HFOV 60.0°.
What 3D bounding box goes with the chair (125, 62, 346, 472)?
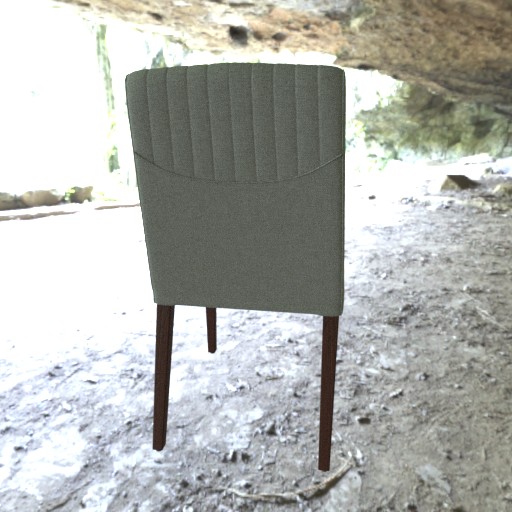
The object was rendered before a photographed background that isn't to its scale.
[{"bbox_3d":[0.000,0.000,1.206,0.480,0.900,0.594,3,16,9],"label":"chair"}]
